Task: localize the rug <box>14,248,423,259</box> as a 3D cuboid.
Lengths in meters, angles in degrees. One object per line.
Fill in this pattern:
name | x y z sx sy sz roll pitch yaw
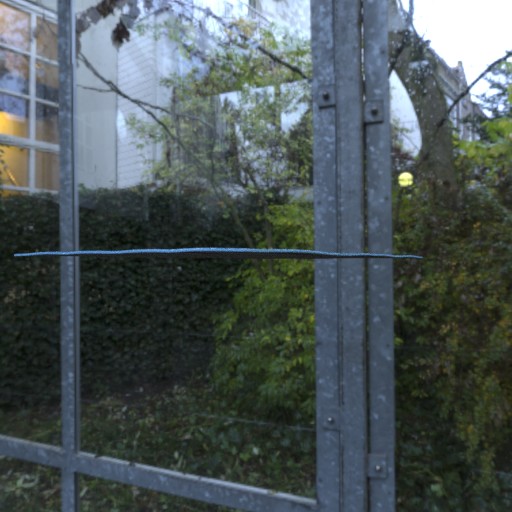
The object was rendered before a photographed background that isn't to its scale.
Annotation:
rug | 0.000 0.000 2.258 1.195 0.014 1.847 -1 -1 35
